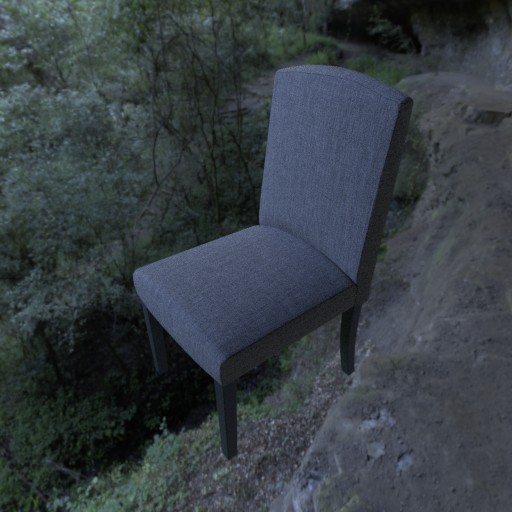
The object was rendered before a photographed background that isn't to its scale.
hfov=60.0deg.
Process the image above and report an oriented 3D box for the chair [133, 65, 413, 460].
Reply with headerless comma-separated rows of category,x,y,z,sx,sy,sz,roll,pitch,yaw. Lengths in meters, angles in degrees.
chair,0.000,0.000,1.225,0.580,0.917,0.451,-23,40,-31
